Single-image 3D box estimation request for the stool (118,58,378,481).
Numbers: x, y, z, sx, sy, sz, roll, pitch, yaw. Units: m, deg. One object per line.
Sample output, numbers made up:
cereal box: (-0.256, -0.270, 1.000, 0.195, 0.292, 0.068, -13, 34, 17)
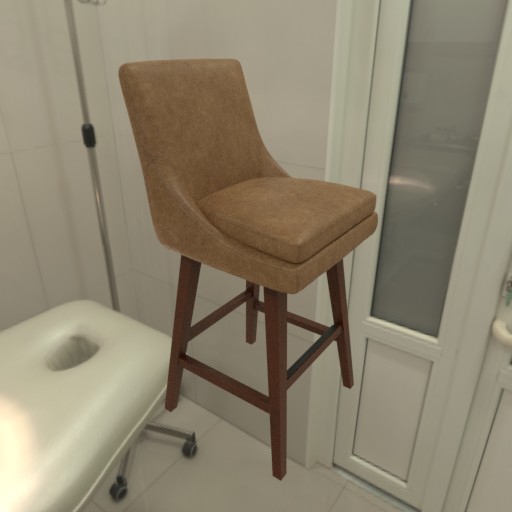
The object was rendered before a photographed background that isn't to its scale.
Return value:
stool: (0.000, 0.000, 1.341, 0.572, 1.079, 0.487, 17, 31, 32)
